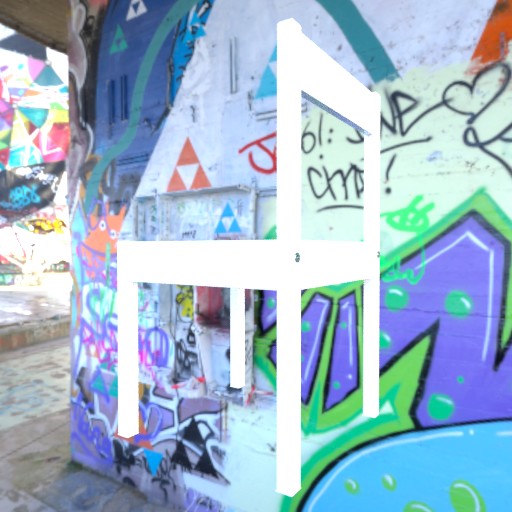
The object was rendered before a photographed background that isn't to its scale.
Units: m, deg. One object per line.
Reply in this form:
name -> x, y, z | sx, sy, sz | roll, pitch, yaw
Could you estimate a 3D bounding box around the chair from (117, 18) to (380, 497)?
chair -> 0.000, 0.000, 0.662 | 0.285, 0.505, 0.285 | 1, 1, 34
